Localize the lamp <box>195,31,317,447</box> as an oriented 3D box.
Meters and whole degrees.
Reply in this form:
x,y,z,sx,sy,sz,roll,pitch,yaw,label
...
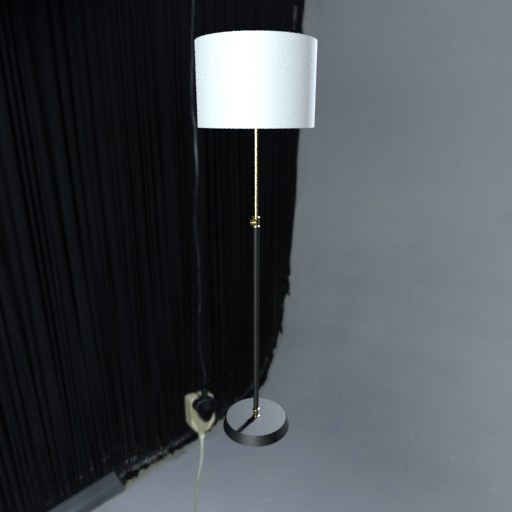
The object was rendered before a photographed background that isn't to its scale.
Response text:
x,y,z,sx,sy,sz,roll,pitch,yaw,label
0.000,0.000,1.690,0.404,1.517,0.404,16,23,42,lamp
